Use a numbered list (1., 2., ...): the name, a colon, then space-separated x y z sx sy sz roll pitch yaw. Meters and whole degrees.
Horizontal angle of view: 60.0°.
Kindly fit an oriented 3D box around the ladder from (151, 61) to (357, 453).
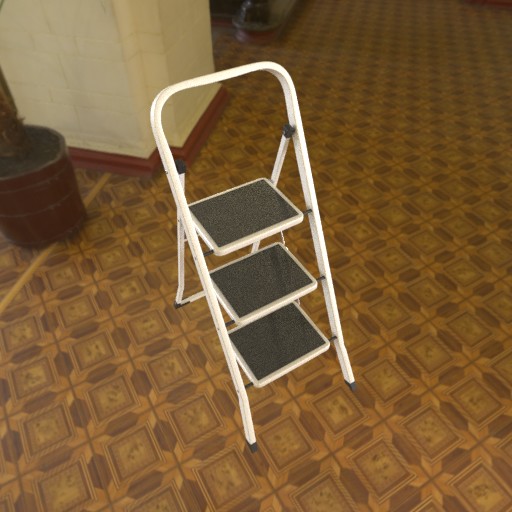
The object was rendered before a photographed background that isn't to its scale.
1. ladder: 0.000 0.000 1.408 0.460 1.050 0.711 -24 51 -21
